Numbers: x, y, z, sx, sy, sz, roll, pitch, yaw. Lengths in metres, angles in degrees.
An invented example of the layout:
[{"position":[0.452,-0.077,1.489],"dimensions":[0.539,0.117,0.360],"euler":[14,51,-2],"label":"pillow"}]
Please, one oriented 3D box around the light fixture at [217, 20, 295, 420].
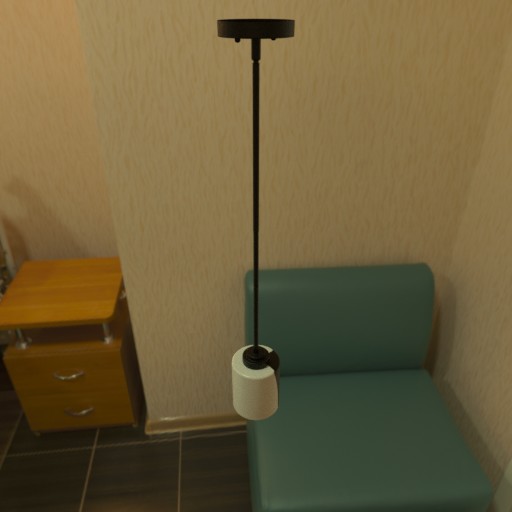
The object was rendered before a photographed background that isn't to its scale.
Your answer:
[{"position":[0.000,0.000,0.918],"dimensions":[0.123,0.863,0.123],"euler":[-20,36,-30],"label":"light fixture"}]
